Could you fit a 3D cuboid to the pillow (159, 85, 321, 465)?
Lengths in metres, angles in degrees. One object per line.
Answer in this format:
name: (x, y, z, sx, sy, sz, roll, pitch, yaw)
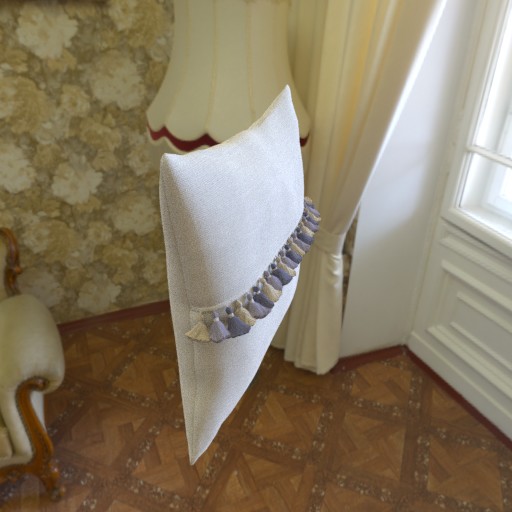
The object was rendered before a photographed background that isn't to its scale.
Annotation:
pillow: (0.000, 0.000, 0.747, 0.165, 0.481, 0.489, 10, 31, 17)
